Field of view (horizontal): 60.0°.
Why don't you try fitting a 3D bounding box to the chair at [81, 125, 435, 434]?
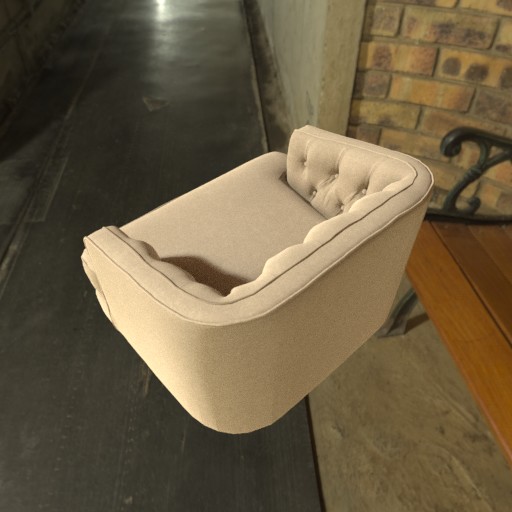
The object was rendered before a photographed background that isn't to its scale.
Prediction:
[{"bbox_3d":[0.000,0.000,1.778,1.104,0.852,0.941,-33,55,-27],"label":"chair"}]
